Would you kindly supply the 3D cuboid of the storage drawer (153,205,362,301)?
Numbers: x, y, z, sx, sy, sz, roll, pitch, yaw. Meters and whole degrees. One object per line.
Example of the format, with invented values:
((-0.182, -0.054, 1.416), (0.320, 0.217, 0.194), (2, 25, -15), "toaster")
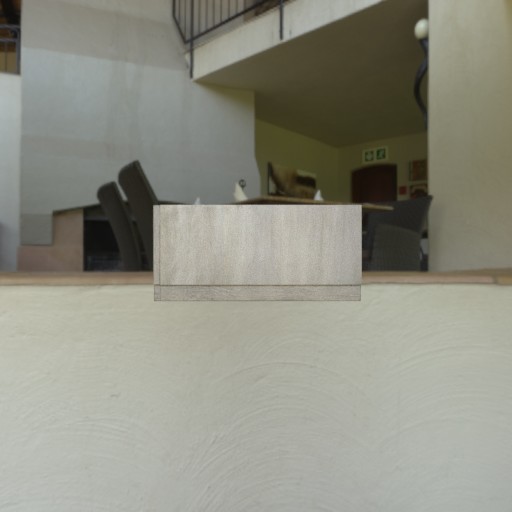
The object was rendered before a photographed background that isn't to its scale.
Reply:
((0.000, 0.000, 2.291), (0.591, 0.274, 2.072), (0, 0, 0), "storage drawer")
